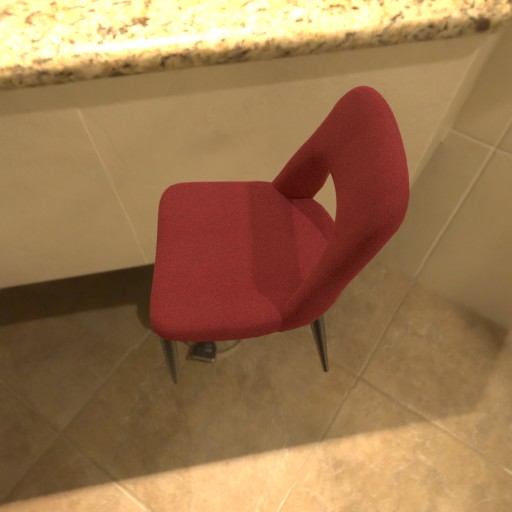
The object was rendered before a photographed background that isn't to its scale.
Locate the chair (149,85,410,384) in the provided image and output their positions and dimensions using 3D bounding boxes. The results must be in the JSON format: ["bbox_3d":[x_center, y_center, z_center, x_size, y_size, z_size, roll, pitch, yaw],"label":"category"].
[{"bbox_3d":[0.000,0.000,1.213,0.569,0.892,0.483,-2,59,-1],"label":"chair"}]
